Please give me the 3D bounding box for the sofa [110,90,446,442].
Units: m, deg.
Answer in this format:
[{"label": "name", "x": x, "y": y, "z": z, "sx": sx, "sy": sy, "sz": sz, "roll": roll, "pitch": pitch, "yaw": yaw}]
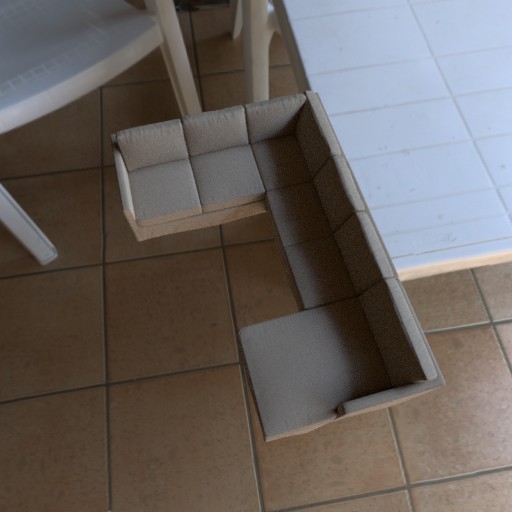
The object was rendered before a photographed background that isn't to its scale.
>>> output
[{"label": "sofa", "x": 0.000, "y": 0.000, "z": 4.535, "sx": 2.427, "sy": 0.882, "sz": 3.460, "roll": -14, "pitch": 66, "yaw": -6}]
